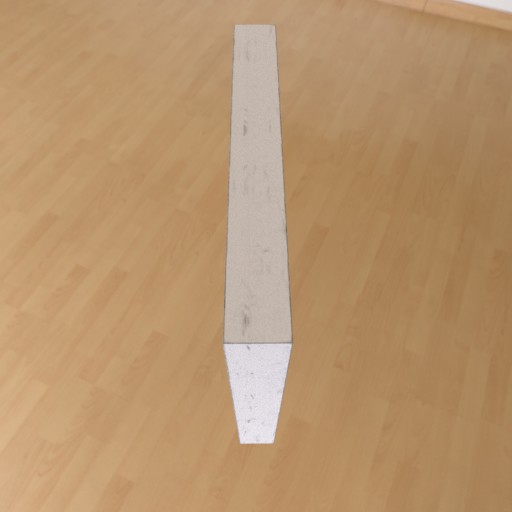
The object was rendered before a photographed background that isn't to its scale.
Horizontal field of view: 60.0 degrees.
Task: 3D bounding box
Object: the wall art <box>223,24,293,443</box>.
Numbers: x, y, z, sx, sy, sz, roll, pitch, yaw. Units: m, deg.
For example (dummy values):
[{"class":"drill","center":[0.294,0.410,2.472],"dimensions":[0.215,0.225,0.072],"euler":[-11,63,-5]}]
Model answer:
[{"class":"wall art","center":[0.000,0.000,0.450],"dimensions":[0.038,0.305,0.305],"euler":[0,58,0]}]
